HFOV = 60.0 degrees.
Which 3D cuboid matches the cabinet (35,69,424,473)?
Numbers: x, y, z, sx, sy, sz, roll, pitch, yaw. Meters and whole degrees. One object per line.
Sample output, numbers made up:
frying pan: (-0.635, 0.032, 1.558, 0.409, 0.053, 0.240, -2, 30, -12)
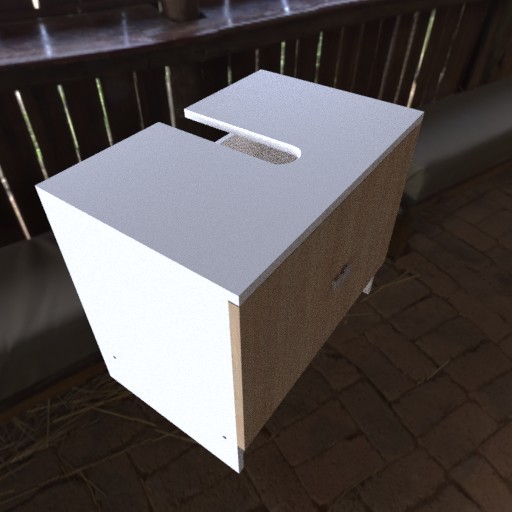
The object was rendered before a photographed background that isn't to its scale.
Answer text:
cabinet: (0.000, 0.000, 0.945, 0.400, 0.522, 0.600, 26, 48, 25)
